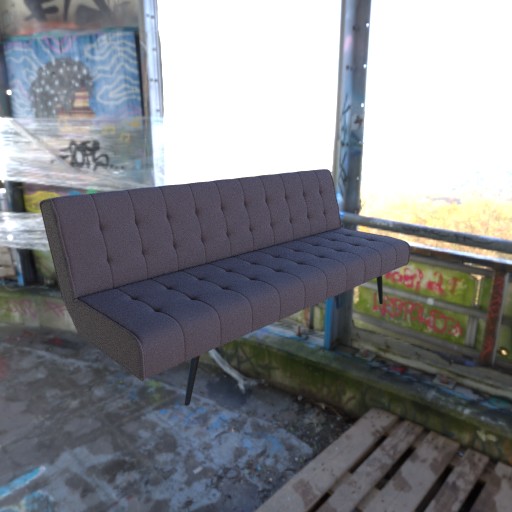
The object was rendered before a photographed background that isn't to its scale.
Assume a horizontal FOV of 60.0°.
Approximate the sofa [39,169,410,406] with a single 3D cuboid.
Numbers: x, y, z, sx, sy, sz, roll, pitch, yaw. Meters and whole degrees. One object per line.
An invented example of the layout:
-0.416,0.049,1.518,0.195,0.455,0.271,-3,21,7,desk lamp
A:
0.000,0.000,2.142,1.703,0.699,0.747,-16,22,-43,sofa
